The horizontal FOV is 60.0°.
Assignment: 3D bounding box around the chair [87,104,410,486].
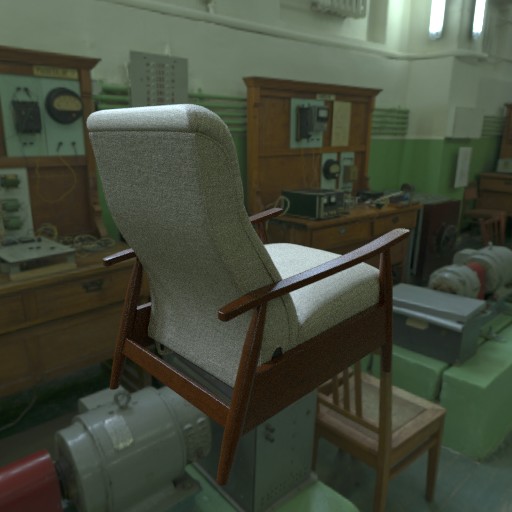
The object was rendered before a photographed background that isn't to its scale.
[{"bbox_3d":[0.000,0.000,1.745,1.014,1.082,0.762,-14,21,-41],"label":"chair"}]
